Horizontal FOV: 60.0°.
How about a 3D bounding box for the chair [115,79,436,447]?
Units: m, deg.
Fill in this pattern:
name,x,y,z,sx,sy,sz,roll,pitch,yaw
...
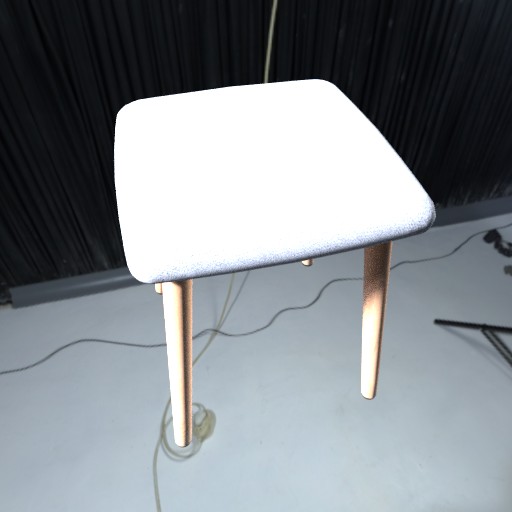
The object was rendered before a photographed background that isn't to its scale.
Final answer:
name,x,y,z,sx,sy,sz,roll,pitch,yaw
chair,0.000,0.000,0.689,0.350,0.440,0.350,-10,47,-10
